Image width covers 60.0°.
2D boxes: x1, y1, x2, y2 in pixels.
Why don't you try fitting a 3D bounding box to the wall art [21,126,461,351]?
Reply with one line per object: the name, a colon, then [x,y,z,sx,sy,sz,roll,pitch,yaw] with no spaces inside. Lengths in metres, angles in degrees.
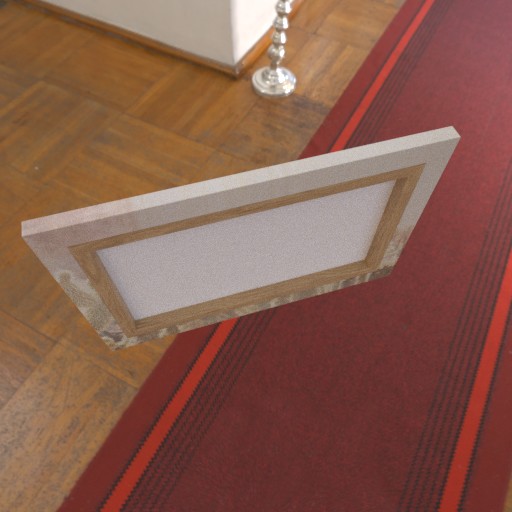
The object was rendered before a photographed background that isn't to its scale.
wall art: [0.000,0.000,1.156,0.916,0.608,0.040,-14,59,-9]
